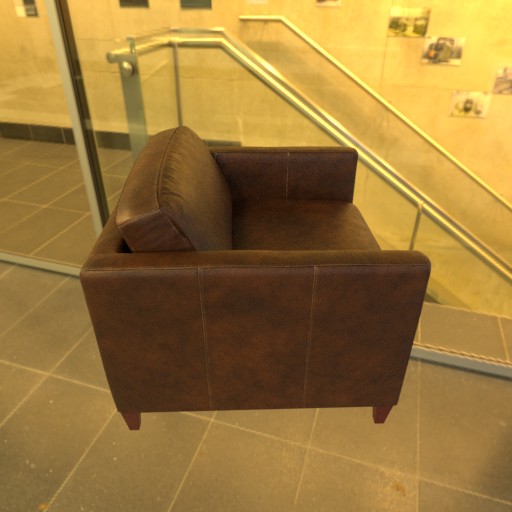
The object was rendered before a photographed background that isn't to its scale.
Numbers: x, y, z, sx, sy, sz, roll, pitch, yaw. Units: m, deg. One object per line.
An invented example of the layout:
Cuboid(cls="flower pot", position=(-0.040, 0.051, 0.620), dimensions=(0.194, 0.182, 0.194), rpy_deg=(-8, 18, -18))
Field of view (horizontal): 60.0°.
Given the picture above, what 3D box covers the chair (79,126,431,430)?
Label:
Cuboid(cls="chair", position=(0.000, 0.000, 1.736), dimensions=(0.975, 0.864, 0.990), rpy_deg=(-1, 32, -2))
